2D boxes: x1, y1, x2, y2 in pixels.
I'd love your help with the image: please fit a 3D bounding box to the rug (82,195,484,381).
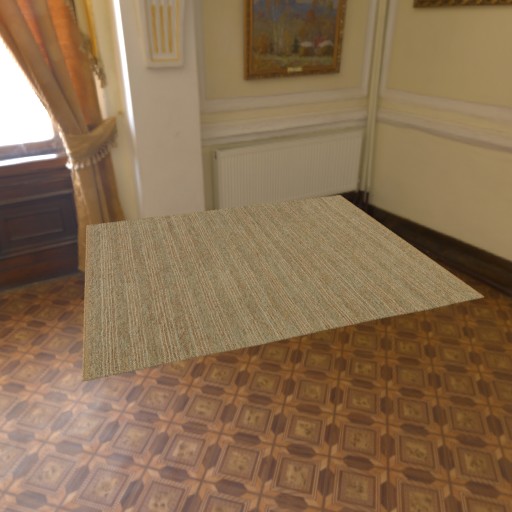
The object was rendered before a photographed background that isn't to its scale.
[{"bbox_3d":[0.000,0.000,4.155,3.034,0.012,2.471,-9,29,-16],"label":"rug"}]
